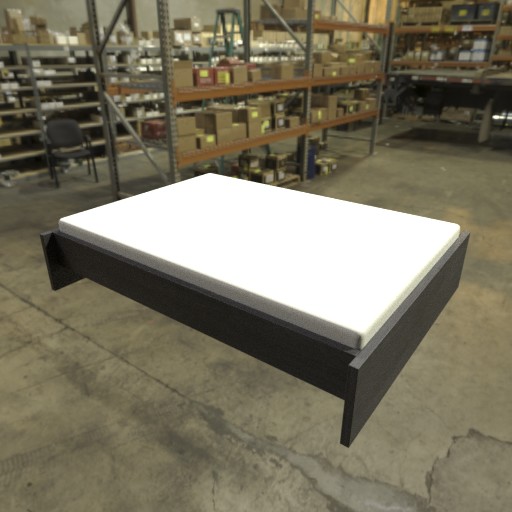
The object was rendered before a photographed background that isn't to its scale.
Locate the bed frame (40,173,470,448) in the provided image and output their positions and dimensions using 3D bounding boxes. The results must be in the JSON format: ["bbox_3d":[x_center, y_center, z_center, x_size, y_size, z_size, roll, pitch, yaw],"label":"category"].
[{"bbox_3d":[0.000,0.000,2.583,1.950,0.432,1.490,18,30,33],"label":"bed frame"}]
